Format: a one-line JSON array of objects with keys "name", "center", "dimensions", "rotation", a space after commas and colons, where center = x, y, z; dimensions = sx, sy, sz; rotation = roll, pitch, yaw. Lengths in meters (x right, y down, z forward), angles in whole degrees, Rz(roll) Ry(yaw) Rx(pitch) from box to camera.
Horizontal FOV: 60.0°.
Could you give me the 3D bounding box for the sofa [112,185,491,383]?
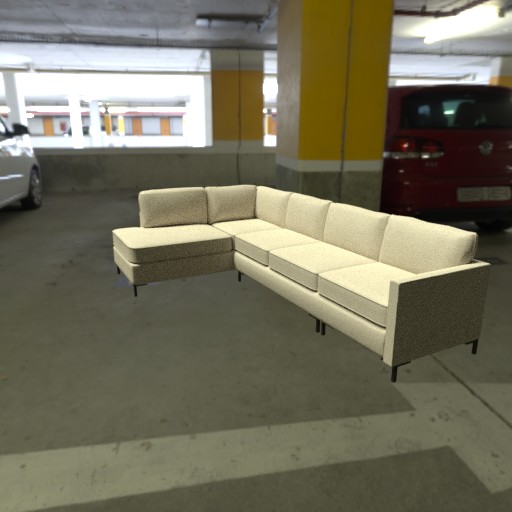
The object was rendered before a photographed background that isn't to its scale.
[{"name": "sofa", "center": [0.000, 0.000, 4.237], "dimensions": [2.048, 0.996, 3.384], "rotation": [-8, 18, -27]}]
